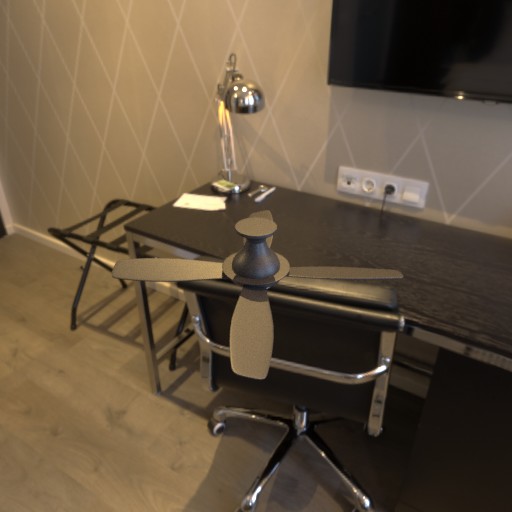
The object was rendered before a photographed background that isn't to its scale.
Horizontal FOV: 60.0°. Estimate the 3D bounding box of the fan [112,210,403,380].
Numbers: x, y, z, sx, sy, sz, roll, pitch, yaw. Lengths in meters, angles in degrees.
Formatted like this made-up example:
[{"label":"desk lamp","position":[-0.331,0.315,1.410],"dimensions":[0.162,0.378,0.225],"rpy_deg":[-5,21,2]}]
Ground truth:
[{"label":"fan","position":[0.000,0.000,2.552],"dimensions":[1.694,0.382,1.694],"rpy_deg":[1,30,2]}]
